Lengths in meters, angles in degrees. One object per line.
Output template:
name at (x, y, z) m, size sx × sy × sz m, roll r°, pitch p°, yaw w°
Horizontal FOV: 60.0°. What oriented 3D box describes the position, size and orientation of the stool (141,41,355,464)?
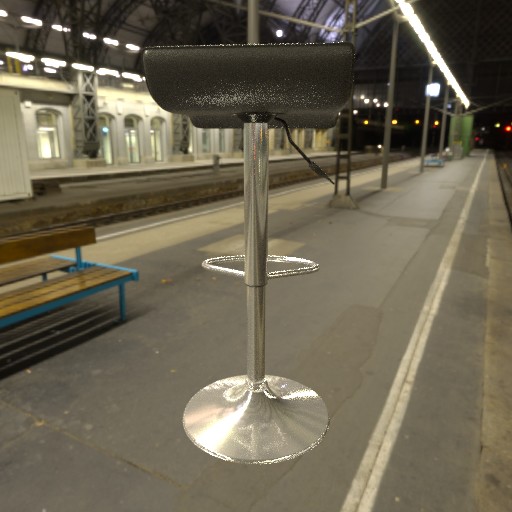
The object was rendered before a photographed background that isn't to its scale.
stool at (0.000, 0.000, 1.051) m, size 0.381 × 0.851 × 0.381 m, roll 1°, pitch 15°, yaw 6°
